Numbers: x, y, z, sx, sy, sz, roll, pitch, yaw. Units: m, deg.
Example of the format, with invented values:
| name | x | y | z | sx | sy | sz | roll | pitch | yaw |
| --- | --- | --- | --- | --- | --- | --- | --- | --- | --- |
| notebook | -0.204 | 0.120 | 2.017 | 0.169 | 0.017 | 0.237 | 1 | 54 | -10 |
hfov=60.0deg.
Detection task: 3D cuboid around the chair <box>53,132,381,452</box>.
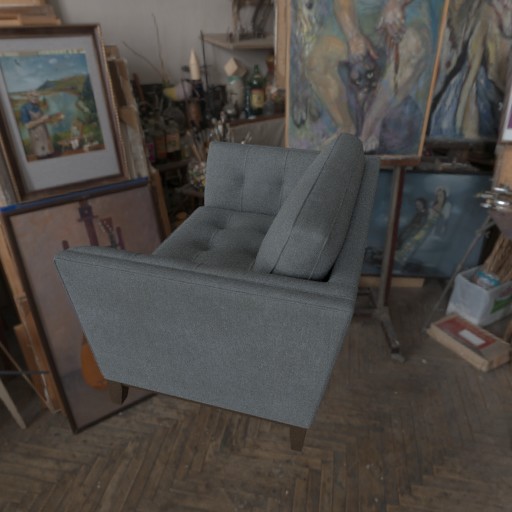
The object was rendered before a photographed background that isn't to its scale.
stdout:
| name | x | y | z | sx | sy | sz | roll | pitch | yaw |
| --- | --- | --- | --- | --- | --- | --- | --- | --- | --- |
| chair | 0.000 | 0.000 | 2.031 | 0.965 | 0.942 | 1.396 | 9 | 31 | 14 |
